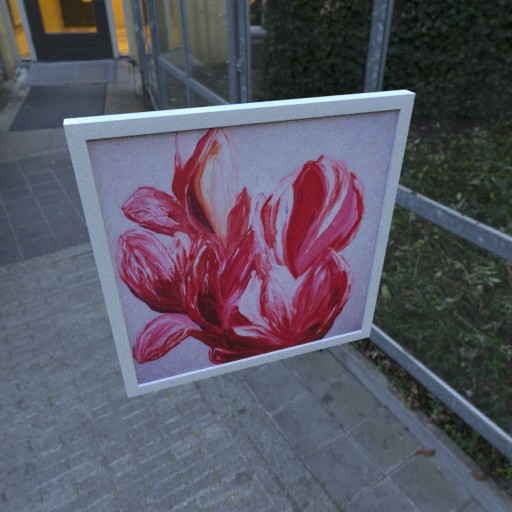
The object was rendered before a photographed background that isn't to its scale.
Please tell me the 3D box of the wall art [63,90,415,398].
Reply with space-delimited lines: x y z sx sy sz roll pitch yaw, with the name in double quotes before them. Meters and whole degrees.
"wall art" 0.000 0.000 0.681 0.455 0.453 0.023 -10 34 -16
